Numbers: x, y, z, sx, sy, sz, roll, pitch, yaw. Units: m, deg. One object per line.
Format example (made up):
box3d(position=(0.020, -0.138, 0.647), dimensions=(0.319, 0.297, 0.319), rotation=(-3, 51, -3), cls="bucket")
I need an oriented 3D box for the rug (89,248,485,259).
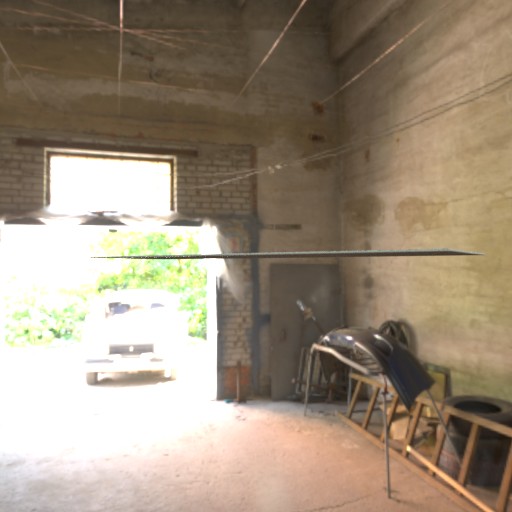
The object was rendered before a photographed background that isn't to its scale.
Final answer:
box3d(position=(0.000, 0.000, 2.471), dimensions=(2.196, 0.011, 0.662), rotation=(-1, -2, 36), cls="rug")
